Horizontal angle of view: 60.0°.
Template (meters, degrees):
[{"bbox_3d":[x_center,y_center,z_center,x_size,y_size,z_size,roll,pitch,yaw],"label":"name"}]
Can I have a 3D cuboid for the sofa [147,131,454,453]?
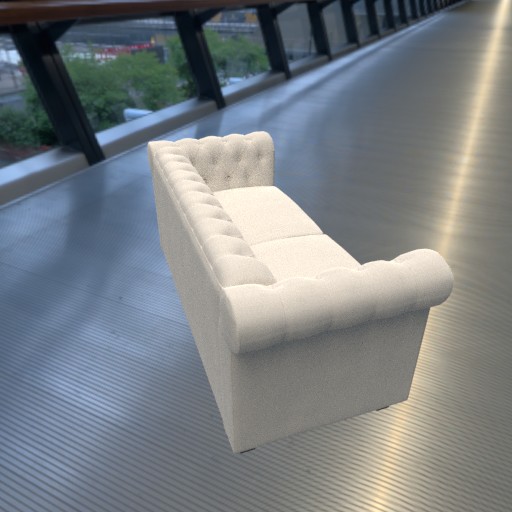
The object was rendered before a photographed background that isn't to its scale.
[{"bbox_3d":[0.000,0.000,2.219,0.771,0.796,1.798,-10,32,-17],"label":"sofa"}]
